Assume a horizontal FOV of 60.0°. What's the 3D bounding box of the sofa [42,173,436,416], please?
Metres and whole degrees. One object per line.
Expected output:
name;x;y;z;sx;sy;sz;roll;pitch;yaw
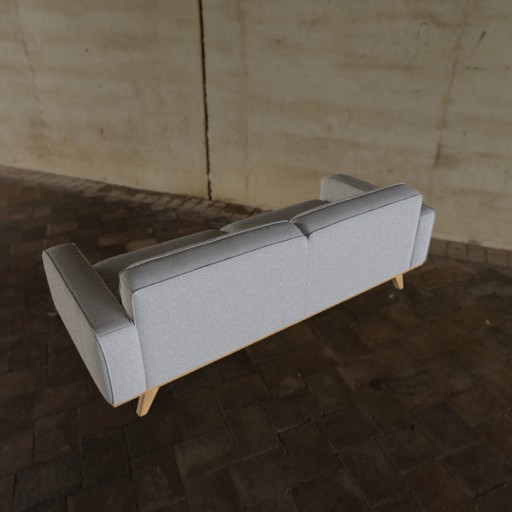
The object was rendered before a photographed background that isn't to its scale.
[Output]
sofa;0.000;0.000;2.753;2.270;0.781;0.956;-19;35;-30
